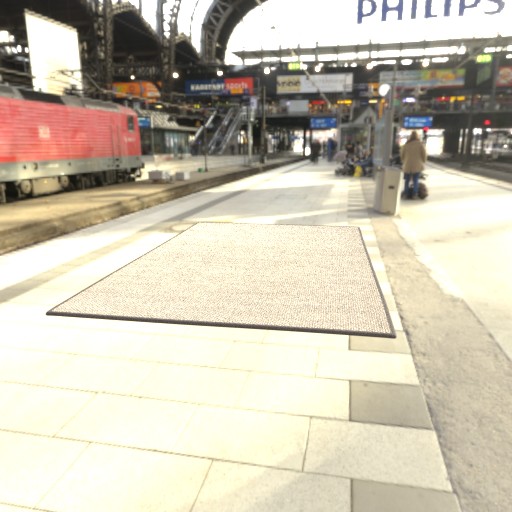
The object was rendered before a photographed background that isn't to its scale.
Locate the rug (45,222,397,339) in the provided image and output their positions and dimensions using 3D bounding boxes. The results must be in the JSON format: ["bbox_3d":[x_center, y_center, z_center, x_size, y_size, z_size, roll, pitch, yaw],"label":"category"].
[{"bbox_3d":[0.000,0.000,2.099,1.067,0.013,1.676,2,14,9],"label":"rug"}]
